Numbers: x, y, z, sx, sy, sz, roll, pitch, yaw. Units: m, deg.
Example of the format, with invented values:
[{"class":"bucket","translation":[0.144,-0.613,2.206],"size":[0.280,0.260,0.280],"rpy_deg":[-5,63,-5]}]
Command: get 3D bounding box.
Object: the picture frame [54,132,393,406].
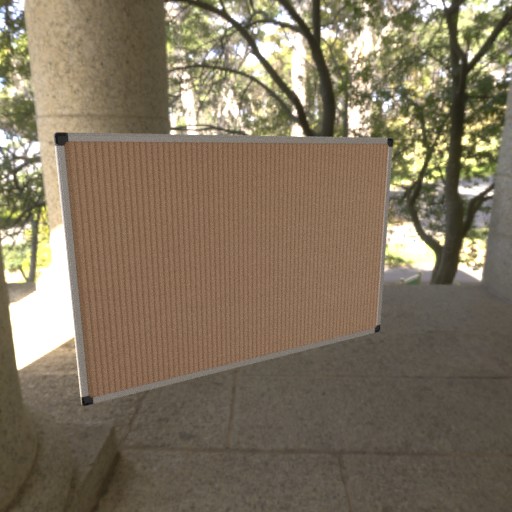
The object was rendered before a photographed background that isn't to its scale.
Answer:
[{"class":"picture frame","translation":[0.000,0.000,1.143],"size":[0.900,0.600,0.010],"rpy_deg":[-7,15,-28]}]
